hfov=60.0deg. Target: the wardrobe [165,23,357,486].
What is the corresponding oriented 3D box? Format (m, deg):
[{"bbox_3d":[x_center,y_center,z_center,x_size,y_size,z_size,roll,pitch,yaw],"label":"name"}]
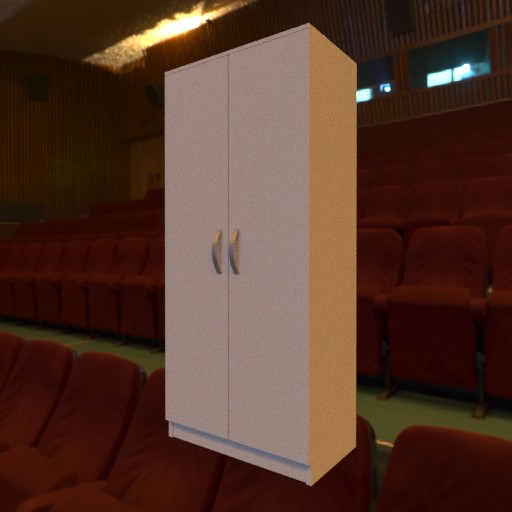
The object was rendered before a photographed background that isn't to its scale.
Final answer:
[{"bbox_3d":[0.000,0.000,2.000,0.760,1.700,0.470,0,1,36],"label":"wardrobe"}]
